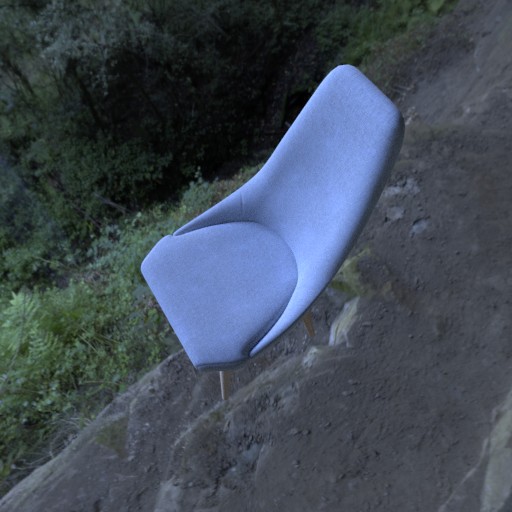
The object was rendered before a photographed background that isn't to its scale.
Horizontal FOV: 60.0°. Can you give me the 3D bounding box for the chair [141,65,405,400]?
[{"bbox_3d":[0.000,0.000,1.395,0.660,1.040,0.510,-29,67,-14],"label":"chair"}]
